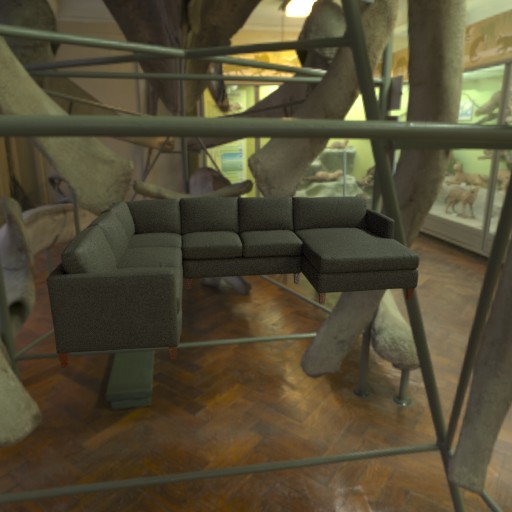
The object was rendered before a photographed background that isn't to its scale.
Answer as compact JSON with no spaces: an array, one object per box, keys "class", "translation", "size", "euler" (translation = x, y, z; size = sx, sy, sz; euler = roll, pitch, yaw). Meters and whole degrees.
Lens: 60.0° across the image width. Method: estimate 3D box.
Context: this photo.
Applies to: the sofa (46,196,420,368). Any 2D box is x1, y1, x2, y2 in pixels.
[{"class":"sofa","translation":[0.000,0.000,4.700],"size":[3.460,0.961,2.594],"euler":[-2,16,-8]}]
